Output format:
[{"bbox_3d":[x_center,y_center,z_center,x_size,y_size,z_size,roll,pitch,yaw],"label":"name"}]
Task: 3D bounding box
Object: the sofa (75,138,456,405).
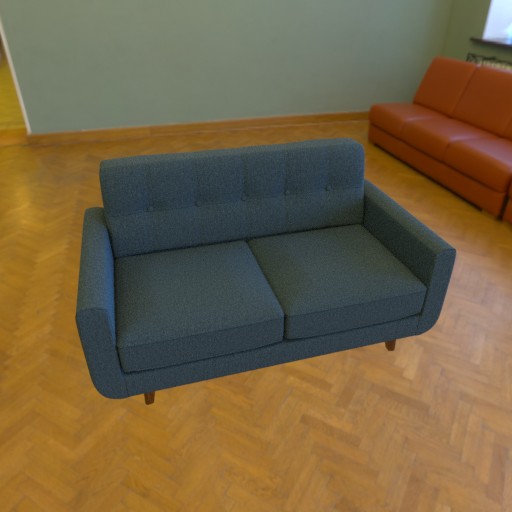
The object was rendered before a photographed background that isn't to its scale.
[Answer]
[{"bbox_3d":[0.000,0.000,2.261,1.651,0.896,0.942,-9,33,-14],"label":"sofa"}]
